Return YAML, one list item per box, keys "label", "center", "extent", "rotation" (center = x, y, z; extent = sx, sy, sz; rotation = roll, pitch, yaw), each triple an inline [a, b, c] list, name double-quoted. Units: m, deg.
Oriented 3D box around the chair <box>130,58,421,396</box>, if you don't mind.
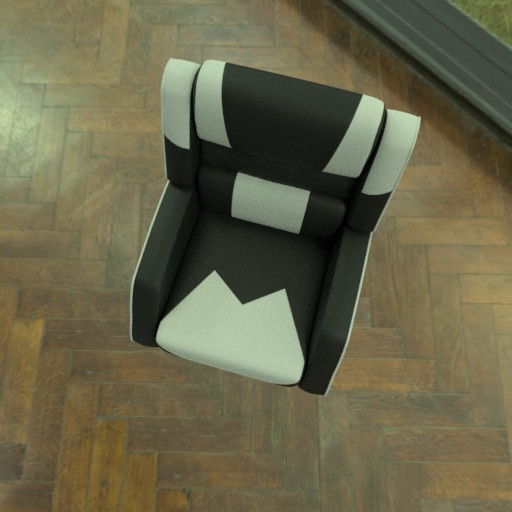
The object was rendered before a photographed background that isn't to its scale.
- label: "chair"
  center: [0.000, 0.000, 1.300]
  extent: [0.620, 0.805, 0.672]
  rotation: [15, 75, 4]
